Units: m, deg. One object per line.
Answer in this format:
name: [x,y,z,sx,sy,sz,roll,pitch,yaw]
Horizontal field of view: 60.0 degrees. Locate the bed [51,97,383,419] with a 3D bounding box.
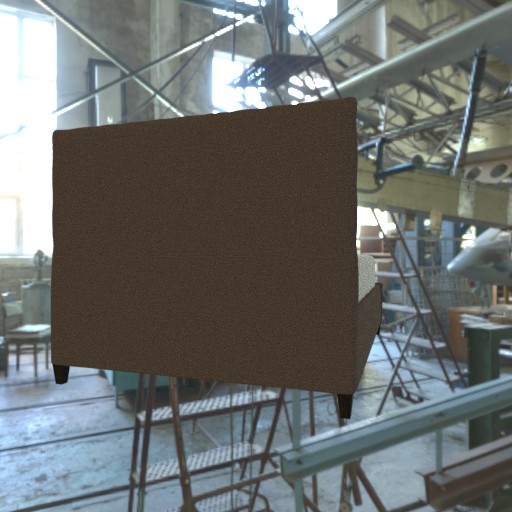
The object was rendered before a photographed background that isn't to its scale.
bed: [0.000,0.000,3.248,1.696,1.426,2.233,0,0,19]
